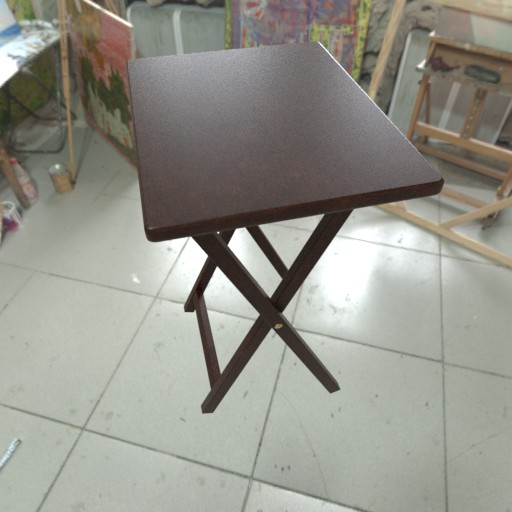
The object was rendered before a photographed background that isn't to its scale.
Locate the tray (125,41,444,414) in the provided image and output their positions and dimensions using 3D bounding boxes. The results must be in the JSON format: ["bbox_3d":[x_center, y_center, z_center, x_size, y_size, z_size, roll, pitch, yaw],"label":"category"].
[{"bbox_3d":[0.000,0.000,0.928,0.381,0.660,0.483,-10,47,-10],"label":"tray"}]
